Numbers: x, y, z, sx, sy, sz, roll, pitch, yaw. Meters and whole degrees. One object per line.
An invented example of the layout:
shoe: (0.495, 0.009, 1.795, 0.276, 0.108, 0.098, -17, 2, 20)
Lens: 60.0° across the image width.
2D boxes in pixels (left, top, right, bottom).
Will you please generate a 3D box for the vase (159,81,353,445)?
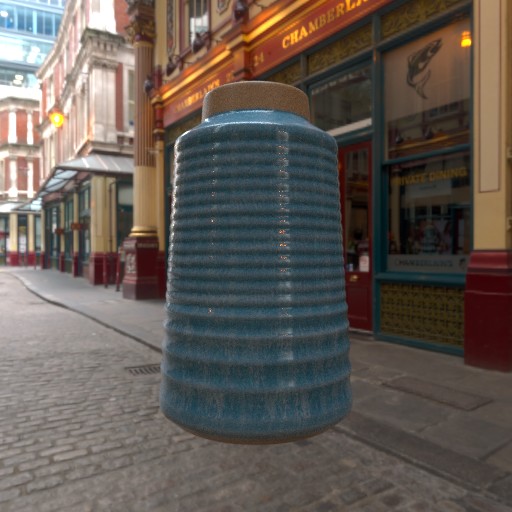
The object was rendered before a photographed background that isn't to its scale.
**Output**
vase: (0.000, 0.000, 0.381, 0.163, 0.267, 0.163, 0, 0, 0)
